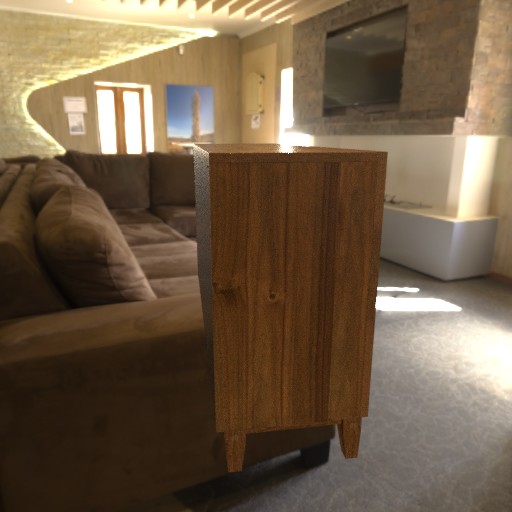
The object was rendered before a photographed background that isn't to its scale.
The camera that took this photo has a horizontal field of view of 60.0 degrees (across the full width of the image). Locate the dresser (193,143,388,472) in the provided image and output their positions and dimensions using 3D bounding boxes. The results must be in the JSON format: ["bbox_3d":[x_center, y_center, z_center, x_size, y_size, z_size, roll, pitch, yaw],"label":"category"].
[{"bbox_3d":[0.000,0.000,1.814,0.446,0.873,1.400,-2,15,-9],"label":"dresser"}]
